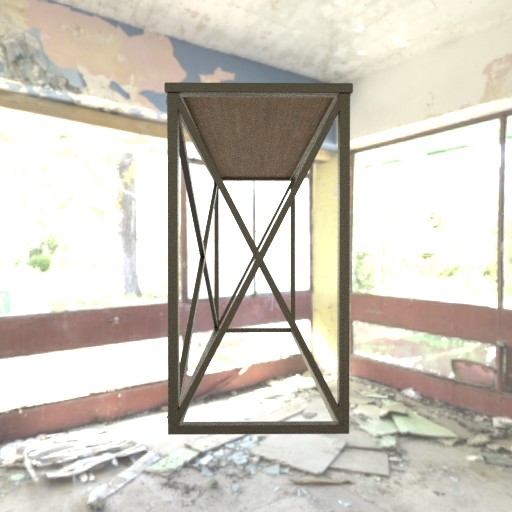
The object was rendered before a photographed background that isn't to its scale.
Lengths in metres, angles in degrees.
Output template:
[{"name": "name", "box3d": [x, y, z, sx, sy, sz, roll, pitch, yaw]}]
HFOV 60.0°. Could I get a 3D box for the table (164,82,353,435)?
[{"name": "table", "box3d": [0.000, 0.000, 1.555, 0.402, 0.753, 1.216, 0, 1, -1]}]
